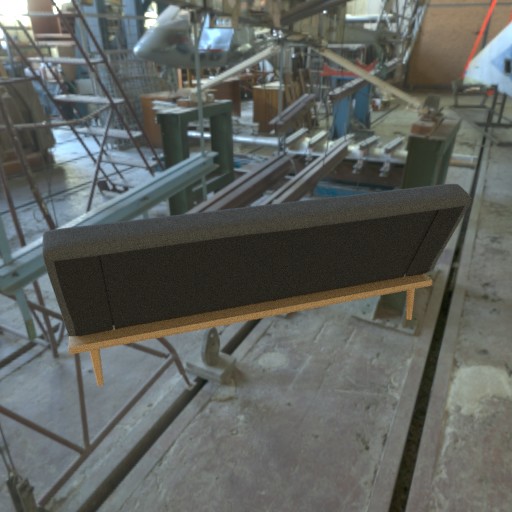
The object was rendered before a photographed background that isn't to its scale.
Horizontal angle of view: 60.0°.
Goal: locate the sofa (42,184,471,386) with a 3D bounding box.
[{"bbox_3d":[0.000,0.000,2.230,1.820,0.770,0.820,-8,28,-16],"label":"sofa"}]
